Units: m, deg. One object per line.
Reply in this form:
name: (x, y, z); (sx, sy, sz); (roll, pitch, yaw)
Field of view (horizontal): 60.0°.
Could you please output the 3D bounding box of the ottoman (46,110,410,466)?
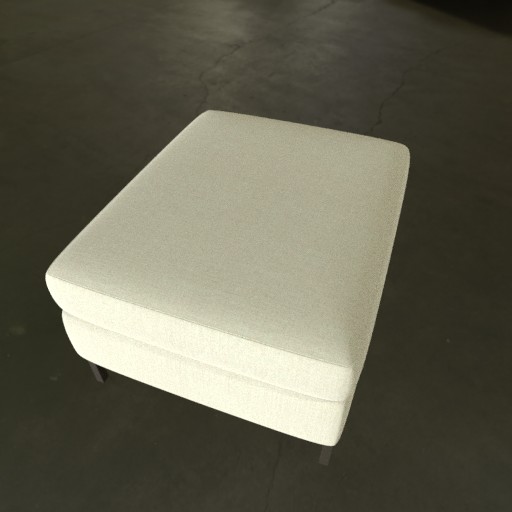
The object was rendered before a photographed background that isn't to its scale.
ottoman: (0.000, 0.000, 1.178); (0.657, 0.453, 0.794); (15, 46, 15)
